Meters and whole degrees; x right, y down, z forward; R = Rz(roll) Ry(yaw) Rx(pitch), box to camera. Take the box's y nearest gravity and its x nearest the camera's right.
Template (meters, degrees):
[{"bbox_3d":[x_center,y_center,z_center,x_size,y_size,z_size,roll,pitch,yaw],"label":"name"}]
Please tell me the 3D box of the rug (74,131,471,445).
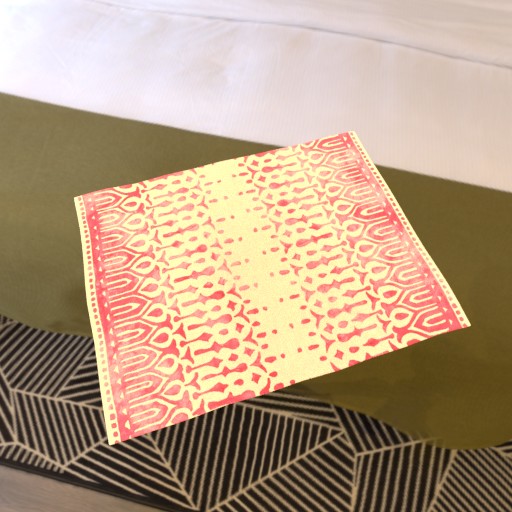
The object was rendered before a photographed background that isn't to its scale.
[{"bbox_3d":[0.000,0.000,4.110,3.095,0.016,2.441,-15,61,-9],"label":"rug"}]
